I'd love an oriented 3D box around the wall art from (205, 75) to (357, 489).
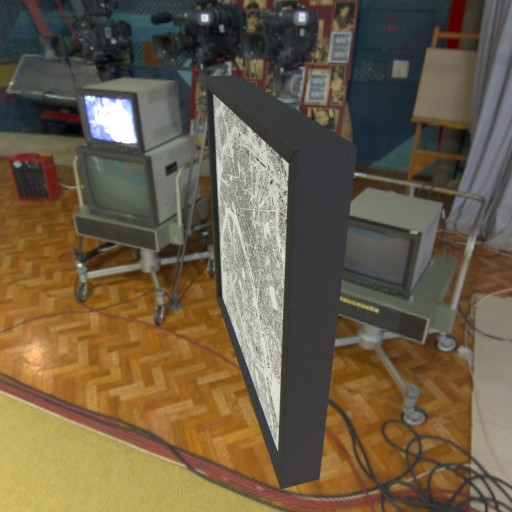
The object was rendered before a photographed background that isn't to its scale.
[{"bbox_3d":[0.000,0.000,0.450,0.037,0.305,0.305,-8,30,-13],"label":"wall art"}]
